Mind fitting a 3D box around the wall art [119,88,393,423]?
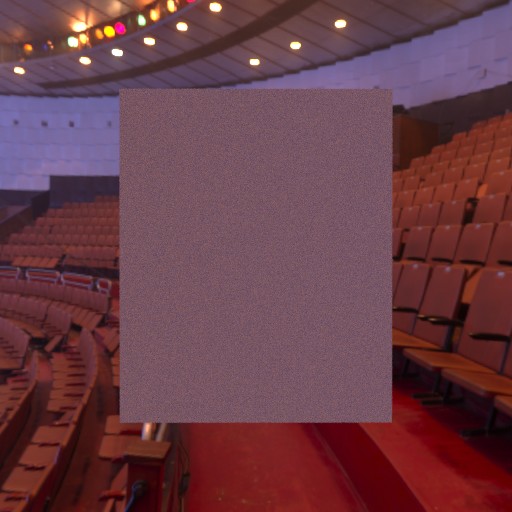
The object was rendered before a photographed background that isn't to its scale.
[{"bbox_3d":[0.000,0.000,0.752,0.451,0.553,0.039,0,0,0],"label":"wall art"}]
